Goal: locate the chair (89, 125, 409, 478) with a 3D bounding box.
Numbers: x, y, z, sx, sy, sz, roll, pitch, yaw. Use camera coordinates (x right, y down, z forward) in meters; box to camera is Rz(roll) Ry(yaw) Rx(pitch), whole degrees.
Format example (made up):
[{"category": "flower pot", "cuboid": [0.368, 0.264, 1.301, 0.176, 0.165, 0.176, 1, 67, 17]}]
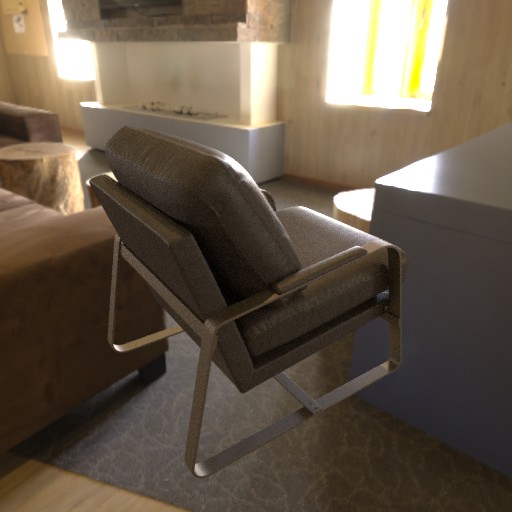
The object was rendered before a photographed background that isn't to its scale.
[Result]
[{"category": "chair", "cuboid": [0.000, 0.000, 1.474, 0.878, 0.839, 0.692, -17, 30, -31]}]
